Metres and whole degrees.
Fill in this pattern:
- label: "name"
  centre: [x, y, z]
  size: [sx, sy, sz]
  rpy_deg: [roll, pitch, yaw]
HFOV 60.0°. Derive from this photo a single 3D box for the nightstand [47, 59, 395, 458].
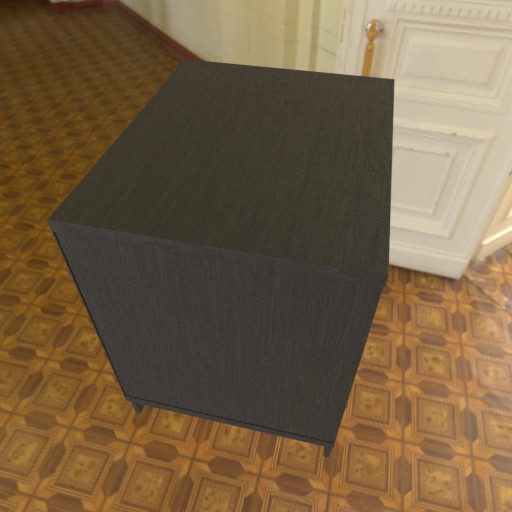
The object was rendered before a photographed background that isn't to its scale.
- label: "nightstand"
  centre: [0.000, 0.000, 0.735]
  size: [0.347, 0.448, 0.427]
  rpy_deg: [9, 46, 9]
